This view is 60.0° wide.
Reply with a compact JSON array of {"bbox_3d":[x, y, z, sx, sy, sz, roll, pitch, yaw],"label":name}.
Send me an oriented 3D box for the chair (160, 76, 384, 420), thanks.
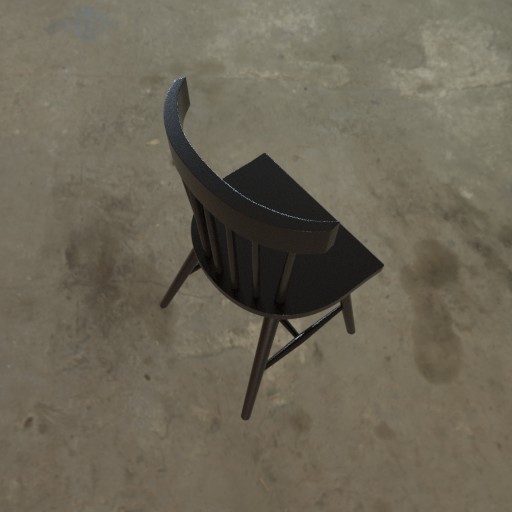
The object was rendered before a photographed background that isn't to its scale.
[{"bbox_3d":[0.000,0.000,1.177,0.483,0.844,0.506,-34,65,-18],"label":"chair"}]
